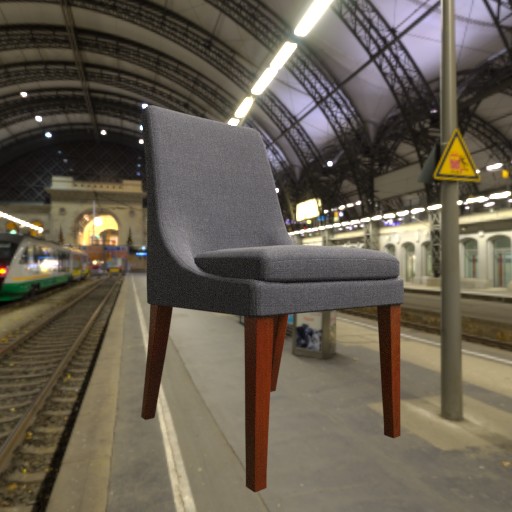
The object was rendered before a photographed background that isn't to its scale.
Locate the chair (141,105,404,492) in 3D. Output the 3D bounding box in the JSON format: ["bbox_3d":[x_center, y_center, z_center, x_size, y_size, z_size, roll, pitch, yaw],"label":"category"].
[{"bbox_3d":[0.000,0.000,1.278,0.508,0.952,0.655,1,-1,-37],"label":"chair"}]
